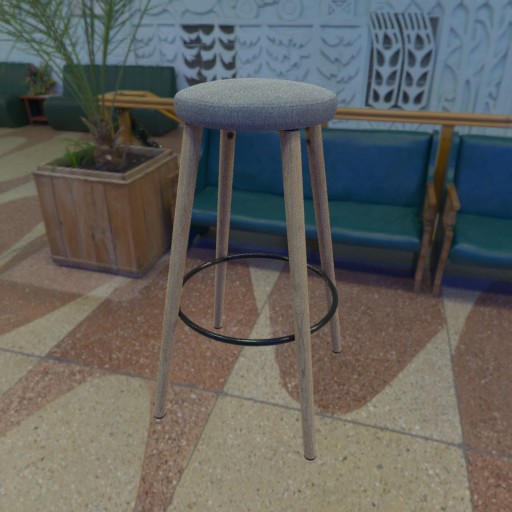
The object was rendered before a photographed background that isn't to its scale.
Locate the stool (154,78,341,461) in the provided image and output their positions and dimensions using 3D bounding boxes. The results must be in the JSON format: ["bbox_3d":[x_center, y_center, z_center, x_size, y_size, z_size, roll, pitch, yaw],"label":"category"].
[{"bbox_3d":[0.000,0.000,1.038,0.410,0.770,0.410,9,29,16],"label":"stool"}]
